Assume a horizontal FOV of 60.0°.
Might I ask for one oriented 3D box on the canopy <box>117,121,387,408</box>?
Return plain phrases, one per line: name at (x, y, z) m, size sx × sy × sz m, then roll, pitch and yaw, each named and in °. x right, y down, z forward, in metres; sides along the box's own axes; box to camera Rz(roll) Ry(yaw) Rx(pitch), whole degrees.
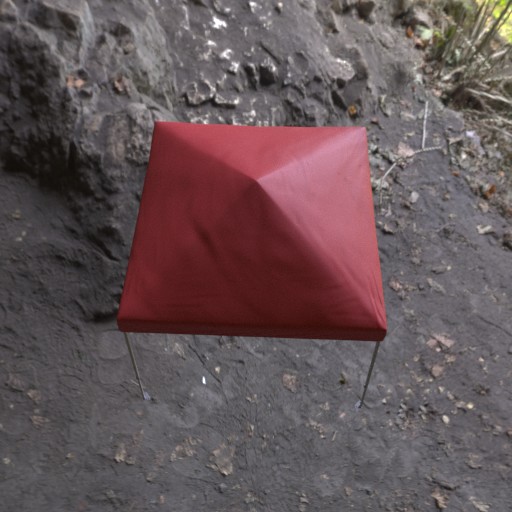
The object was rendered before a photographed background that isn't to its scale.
canopy at (0.000, 0.000, 5.175) m, size 2.848 × 2.849 × 2.849 m, roll 2°, pitch 62°, yaw 1°
